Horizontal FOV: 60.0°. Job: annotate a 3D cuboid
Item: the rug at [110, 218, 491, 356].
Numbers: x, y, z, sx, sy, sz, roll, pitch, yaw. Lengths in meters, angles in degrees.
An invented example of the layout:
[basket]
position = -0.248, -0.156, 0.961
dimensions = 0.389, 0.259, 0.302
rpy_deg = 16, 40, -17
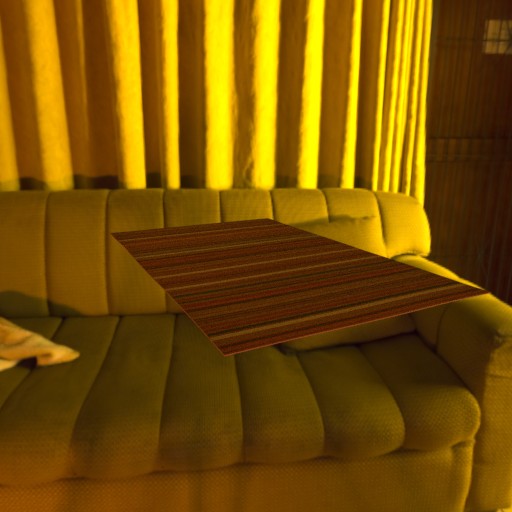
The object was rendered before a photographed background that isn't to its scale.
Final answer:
[rug]
position = 0.000, 0.000, 3.037
dimensions = 1.523, 0.008, 2.438
rpy_deg = -8, 17, -26
